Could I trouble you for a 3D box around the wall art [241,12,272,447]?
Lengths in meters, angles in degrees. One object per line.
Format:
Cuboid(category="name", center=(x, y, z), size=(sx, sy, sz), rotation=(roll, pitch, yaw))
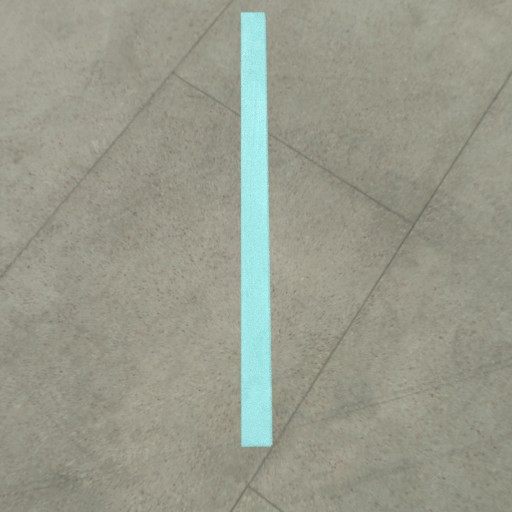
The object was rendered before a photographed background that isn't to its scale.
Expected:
Cuboid(category="wall art", center=(0.000, 0.000, 1.119), size=(0.054, 0.766, 0.765), rotation=(-1, 77, 0))
